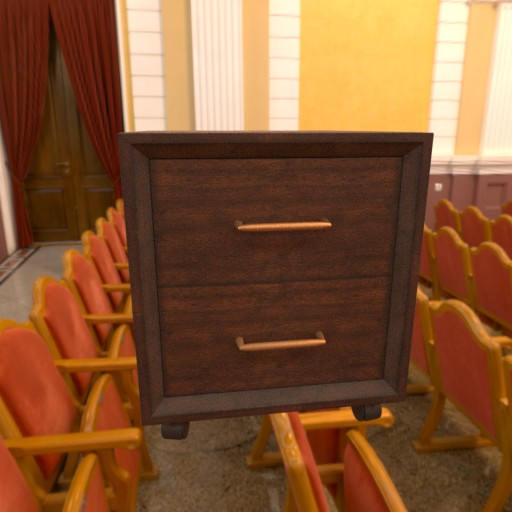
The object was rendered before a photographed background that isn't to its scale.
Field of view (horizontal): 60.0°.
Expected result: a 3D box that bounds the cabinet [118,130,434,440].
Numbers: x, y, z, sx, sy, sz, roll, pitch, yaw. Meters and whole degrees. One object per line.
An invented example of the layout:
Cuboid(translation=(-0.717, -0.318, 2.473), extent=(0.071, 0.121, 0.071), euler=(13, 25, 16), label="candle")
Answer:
Cuboid(translation=(0.000, 0.000, 0.840), extent=(0.402, 0.455, 0.500), euler=(-2, 16, -8), label="cabinet")
